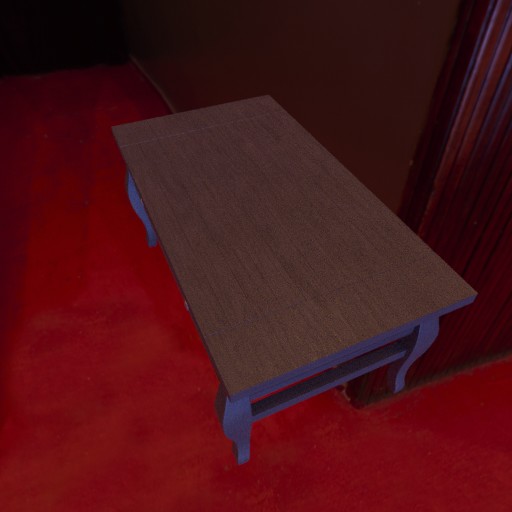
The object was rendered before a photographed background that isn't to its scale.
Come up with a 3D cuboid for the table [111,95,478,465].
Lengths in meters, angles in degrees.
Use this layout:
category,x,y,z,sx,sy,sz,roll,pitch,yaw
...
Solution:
category,x,y,z,sx,sy,sz,roll,pitch,yaw
table,0.000,0.000,1.399,0.600,0.494,1.062,-18,48,-17
